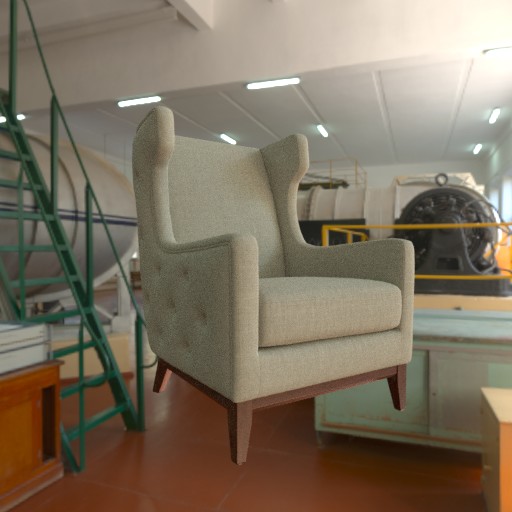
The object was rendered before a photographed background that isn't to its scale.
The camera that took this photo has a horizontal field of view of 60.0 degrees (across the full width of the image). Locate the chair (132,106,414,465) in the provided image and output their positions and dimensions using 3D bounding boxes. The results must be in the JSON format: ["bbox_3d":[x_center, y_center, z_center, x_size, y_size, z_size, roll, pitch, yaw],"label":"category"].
[{"bbox_3d":[0.000,0.000,1.676,0.778,1.079,0.899,0,1,-35],"label":"chair"}]
